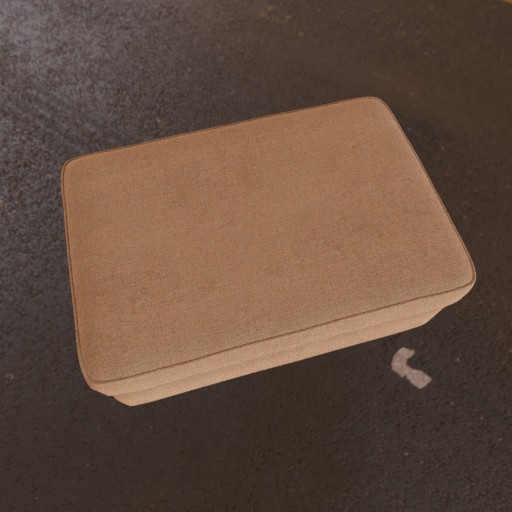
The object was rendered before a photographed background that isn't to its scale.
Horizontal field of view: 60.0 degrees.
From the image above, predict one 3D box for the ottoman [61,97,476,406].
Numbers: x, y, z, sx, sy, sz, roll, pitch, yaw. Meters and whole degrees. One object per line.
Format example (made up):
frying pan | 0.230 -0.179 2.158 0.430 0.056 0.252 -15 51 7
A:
ottoman | 0.000 0.000 1.195 0.862 0.484 0.583 -14 65 -7
